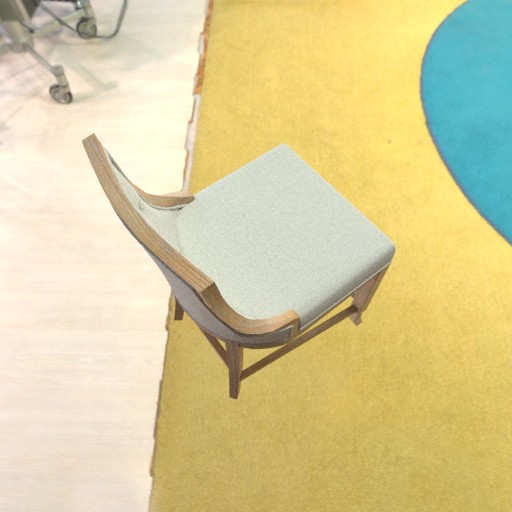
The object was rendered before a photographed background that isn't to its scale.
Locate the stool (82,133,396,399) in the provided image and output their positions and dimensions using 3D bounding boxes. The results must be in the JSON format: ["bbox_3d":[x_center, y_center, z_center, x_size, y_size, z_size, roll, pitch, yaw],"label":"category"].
[{"bbox_3d":[0.000,0.000,1.305,0.626,0.938,0.524,-33,65,-18],"label":"stool"}]
